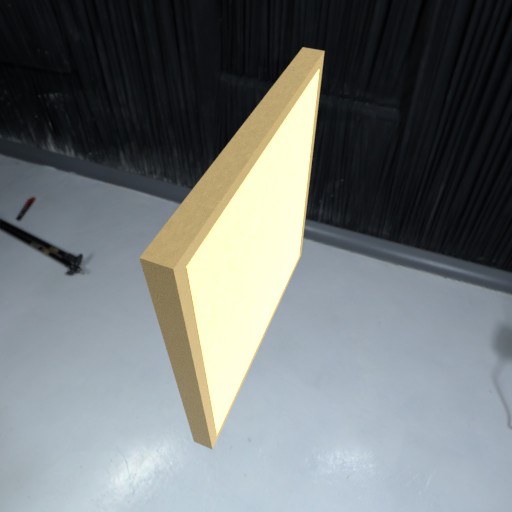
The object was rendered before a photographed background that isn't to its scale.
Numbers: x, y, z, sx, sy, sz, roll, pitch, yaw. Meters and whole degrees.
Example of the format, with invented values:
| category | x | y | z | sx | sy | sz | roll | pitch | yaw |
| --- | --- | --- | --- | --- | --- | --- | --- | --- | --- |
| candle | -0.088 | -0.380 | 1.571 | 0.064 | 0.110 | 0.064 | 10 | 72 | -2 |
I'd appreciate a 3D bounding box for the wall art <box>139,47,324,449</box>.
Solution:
| category | x | y | z | sx | sy | sz | roll | pitch | yaw |
| --- | --- | --- | --- | --- | --- | --- | --- | --- | --- |
| wall art | 0.000 | 0.000 | 1.951 | 0.095 | 1.284 | 1.284 | 17 | 51 | 15 |
